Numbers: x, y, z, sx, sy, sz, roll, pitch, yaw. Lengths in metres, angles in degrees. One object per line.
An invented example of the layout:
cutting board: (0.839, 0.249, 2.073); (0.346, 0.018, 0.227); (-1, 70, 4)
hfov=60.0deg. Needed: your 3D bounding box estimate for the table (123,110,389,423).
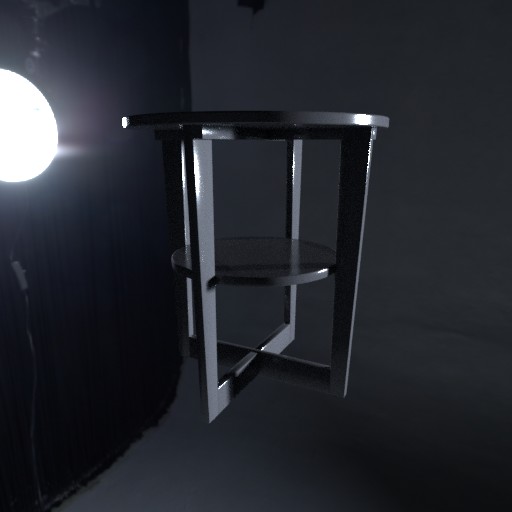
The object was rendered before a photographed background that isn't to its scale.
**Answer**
table: (0.000, 0.000, 0.934); (0.500, 0.550, 0.500); (0, 14, 0)
